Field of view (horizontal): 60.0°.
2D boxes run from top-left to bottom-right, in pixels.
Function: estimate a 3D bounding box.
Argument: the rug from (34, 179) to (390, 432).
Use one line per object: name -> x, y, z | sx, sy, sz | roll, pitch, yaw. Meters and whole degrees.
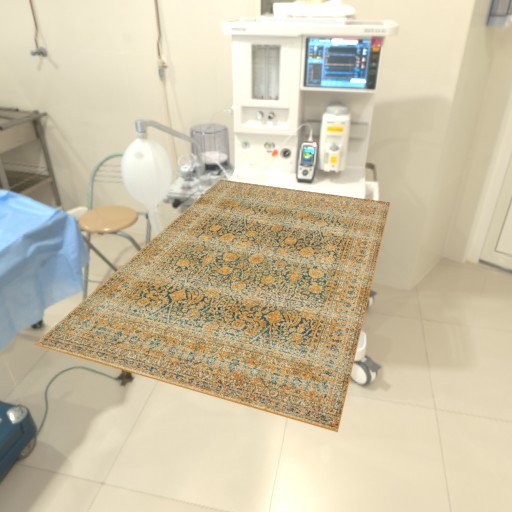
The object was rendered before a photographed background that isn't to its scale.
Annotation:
rug -> 0.000, 0.000, 2.938 | 1.525, 0.007, 2.336 | 10, 33, 17
